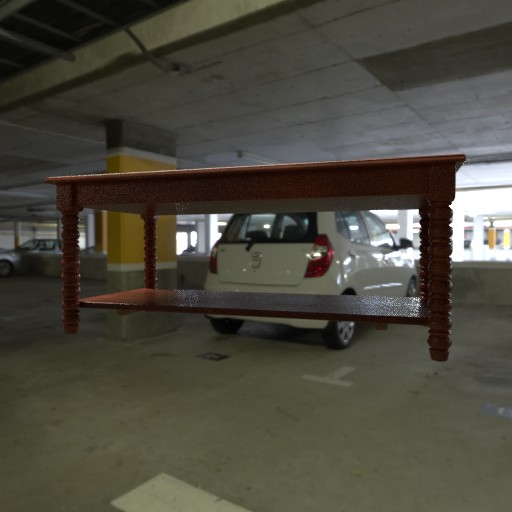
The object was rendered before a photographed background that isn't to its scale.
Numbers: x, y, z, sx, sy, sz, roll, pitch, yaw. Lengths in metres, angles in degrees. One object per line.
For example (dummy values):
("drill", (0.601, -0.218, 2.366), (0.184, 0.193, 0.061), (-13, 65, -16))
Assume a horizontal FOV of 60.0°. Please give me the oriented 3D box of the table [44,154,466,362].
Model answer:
("table", (0.000, 0.000, 1.447), (1.171, 0.485, 0.580), (0, 2, 18))
